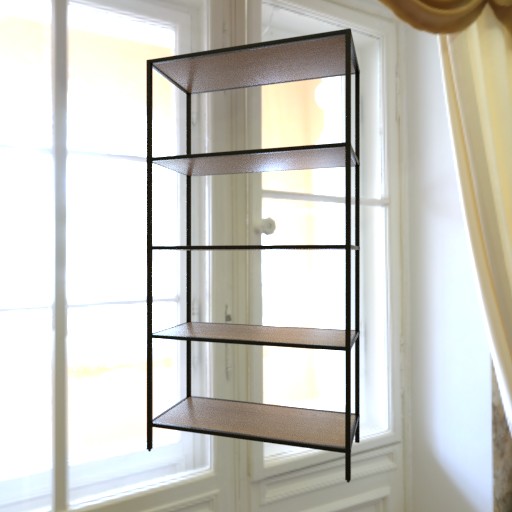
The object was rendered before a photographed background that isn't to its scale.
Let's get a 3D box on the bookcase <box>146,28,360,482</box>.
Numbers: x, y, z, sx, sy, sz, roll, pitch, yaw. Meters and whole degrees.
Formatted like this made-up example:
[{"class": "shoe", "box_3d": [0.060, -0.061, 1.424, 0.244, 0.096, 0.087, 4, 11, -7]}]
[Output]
[{"class": "bookcase", "box_3d": [0.000, 0.000, 1.744, 0.770, 1.500, 0.350, 0, 0, 18]}]
